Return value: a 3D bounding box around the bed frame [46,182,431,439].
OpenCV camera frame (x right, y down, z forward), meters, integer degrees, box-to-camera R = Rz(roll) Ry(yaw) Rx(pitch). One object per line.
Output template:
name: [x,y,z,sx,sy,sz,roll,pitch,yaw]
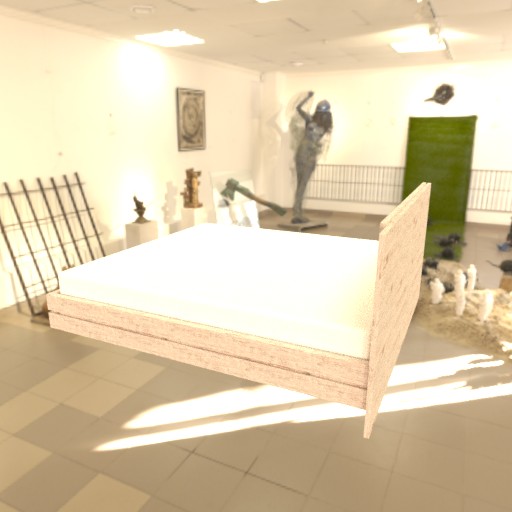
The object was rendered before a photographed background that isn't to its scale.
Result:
bed frame: [0.000,0.000,3.161,2.080,0.970,1.950,8,18,25]
